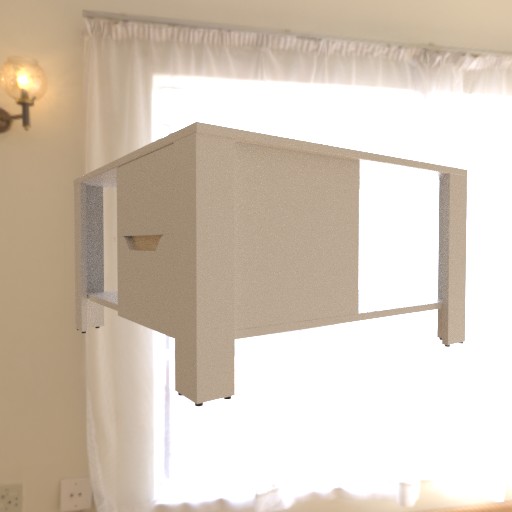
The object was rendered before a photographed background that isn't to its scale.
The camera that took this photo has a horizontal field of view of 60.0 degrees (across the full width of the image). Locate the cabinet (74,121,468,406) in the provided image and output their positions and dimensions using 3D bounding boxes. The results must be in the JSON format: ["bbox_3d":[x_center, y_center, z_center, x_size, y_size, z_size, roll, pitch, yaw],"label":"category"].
[{"bbox_3d":[0.000,0.000,1.266,0.800,0.460,0.800,-1,2,-35],"label":"cabinet"}]
